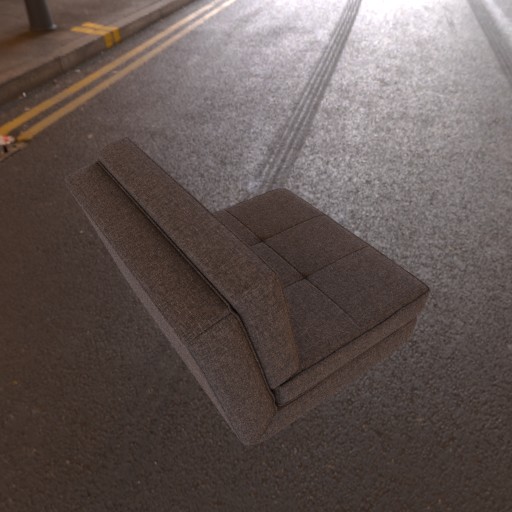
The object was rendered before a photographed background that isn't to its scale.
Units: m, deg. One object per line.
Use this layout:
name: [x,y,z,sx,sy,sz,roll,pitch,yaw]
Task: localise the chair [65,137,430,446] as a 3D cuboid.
chair: [0.000,0.000,1.321,0.800,0.615,0.740,-25,46,-26]
